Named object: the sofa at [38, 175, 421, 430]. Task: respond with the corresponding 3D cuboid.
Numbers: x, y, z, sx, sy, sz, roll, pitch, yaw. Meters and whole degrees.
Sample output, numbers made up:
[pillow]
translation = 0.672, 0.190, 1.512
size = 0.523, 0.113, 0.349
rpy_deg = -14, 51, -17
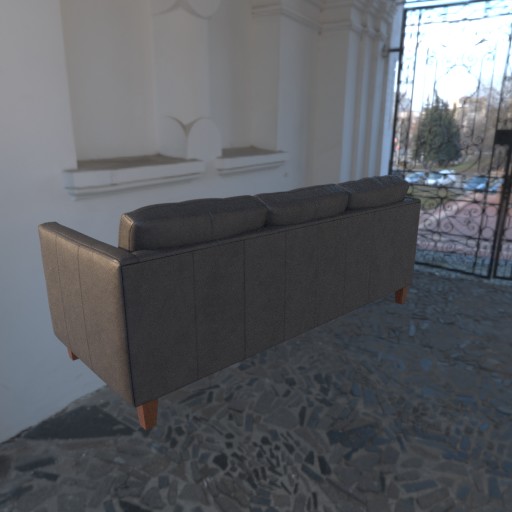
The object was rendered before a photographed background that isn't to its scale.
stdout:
[sofa]
translation = 0.000, 0.000, 2.982
size = 2.464, 1.006, 1.045
rpy_deg = -14, 21, -41
